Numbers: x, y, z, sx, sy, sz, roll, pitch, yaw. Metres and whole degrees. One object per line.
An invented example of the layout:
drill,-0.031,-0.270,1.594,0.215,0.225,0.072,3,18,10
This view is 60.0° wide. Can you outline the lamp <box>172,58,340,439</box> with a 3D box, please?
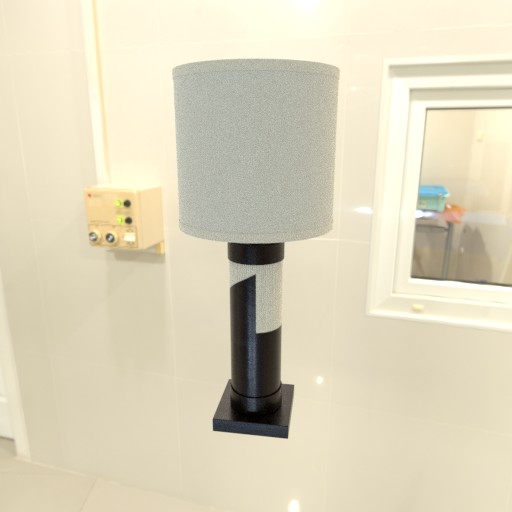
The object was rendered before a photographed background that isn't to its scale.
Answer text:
lamp,0.000,0.000,0.628,0.211,0.509,0.211,2,16,9
